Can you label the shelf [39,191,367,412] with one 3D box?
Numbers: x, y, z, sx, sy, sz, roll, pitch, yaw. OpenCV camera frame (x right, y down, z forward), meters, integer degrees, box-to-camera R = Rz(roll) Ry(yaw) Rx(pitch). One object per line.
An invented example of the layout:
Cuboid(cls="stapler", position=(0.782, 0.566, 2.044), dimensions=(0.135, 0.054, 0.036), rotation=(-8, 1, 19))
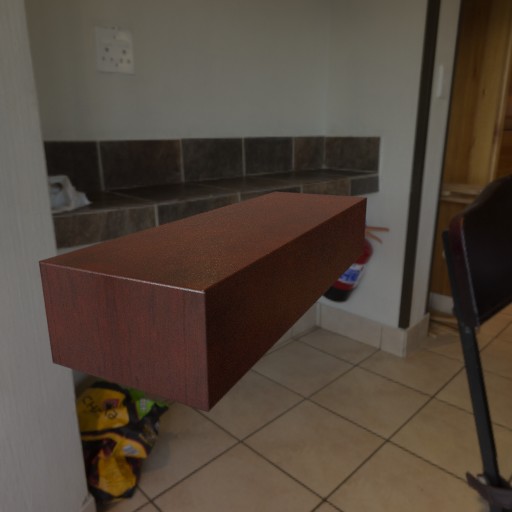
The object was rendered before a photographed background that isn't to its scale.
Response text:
Cuboid(cls="shelf", position=(0.000, 0.000, 0.522), dimensions=(0.152, 0.088, 0.457), rotation=(8, 17, 25))
